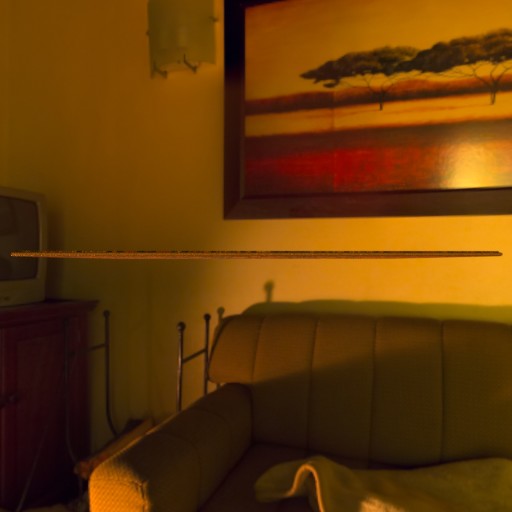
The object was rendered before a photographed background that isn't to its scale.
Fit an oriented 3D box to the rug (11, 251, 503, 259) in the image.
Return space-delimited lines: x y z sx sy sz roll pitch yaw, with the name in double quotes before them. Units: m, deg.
"rug" 0.000 0.000 2.773 2.204 0.024 1.588 0 -1 -1
